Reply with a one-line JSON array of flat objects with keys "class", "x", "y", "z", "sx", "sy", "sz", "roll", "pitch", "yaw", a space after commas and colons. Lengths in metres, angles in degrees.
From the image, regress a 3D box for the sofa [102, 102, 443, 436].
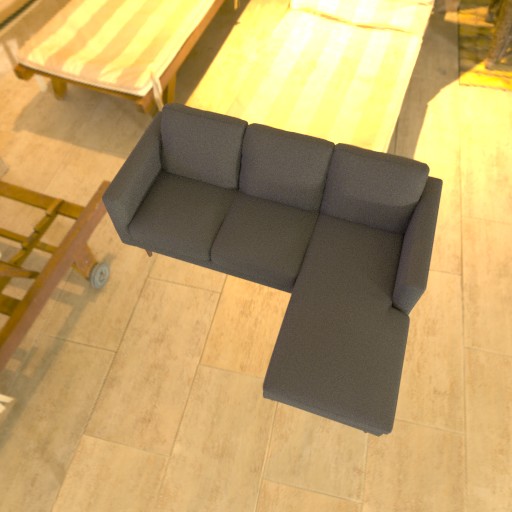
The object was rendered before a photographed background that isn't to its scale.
[{"class": "sofa", "x": 0.000, "y": 0.000, "z": 2.848, "sx": 2.031, "sy": 0.897, "sz": 1.591, "roll": 16, "pitch": 60, "yaw": 10}]
